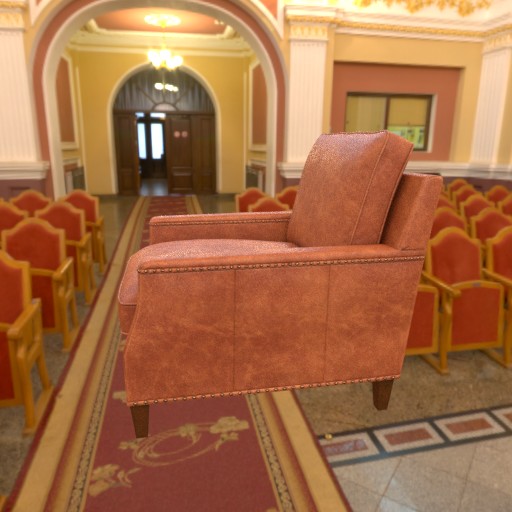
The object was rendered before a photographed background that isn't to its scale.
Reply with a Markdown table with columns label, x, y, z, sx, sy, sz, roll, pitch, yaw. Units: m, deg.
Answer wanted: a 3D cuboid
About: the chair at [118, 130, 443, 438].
| label | x | y | z | sx | sy | sz | roll | pitch | yaw |
| --- | --- | --- | --- | --- | --- | --- | --- | --- | --- |
| chair | 0.000 | 0.000 | 1.739 | 1.014 | 0.943 | 0.853 | -3 | 14 | -10 |
